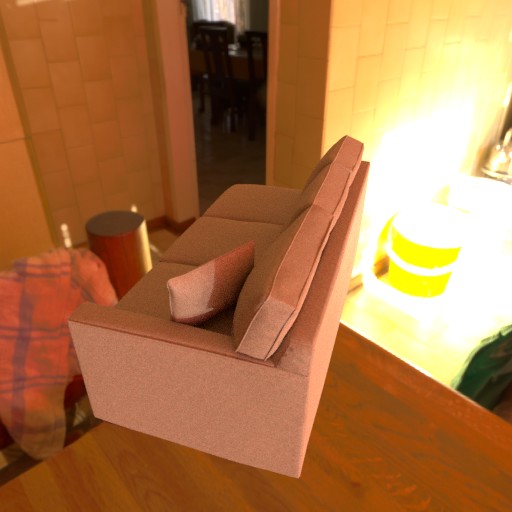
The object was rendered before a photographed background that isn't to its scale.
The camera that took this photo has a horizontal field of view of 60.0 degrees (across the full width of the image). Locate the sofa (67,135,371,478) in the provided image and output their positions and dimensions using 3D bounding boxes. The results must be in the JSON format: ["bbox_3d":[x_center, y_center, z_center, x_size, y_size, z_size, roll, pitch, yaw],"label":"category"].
[{"bbox_3d":[0.000,0.000,2.525,1.034,0.946,1.963,10,32,15],"label":"sofa"}]
